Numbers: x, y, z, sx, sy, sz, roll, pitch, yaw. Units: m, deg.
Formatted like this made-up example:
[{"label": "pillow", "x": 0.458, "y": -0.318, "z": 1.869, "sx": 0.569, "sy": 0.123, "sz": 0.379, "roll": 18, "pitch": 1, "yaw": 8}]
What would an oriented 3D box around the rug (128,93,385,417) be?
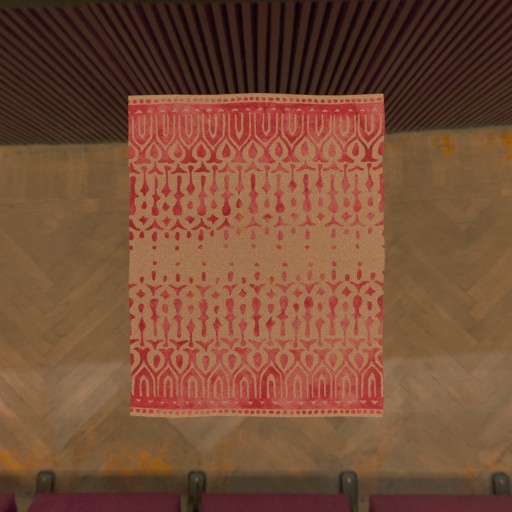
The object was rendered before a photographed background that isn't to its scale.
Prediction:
[{"label": "rug", "x": 0.000, "y": 0.000, "z": 4.222, "sx": 2.441, "sy": 0.016, "sz": 3.095, "roll": 0, "pitch": 90, "yaw": 1}]
